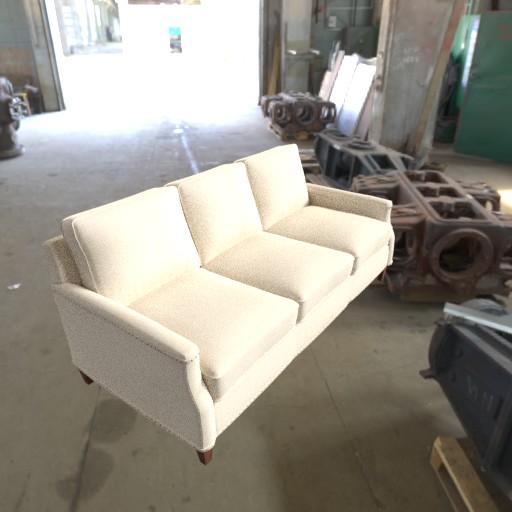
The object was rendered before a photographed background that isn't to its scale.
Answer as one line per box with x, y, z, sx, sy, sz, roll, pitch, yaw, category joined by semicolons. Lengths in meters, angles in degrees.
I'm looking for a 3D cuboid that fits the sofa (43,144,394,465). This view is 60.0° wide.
0.000;0.000;2.846;1.084;1.003;2.246;18;32;32;sofa
